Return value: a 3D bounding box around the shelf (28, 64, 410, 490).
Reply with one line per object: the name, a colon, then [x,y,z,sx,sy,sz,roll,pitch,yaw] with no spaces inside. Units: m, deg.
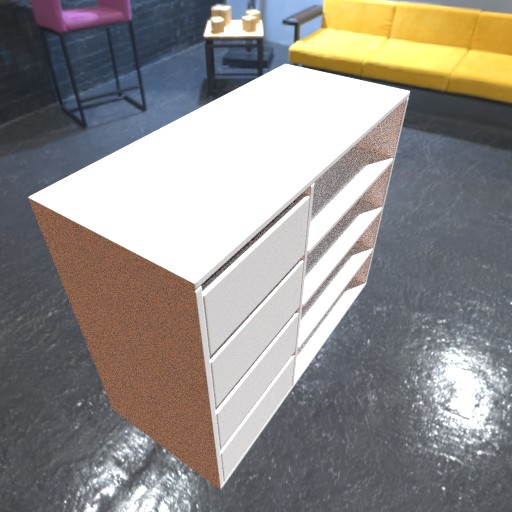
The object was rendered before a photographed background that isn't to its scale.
shelf: [0.000,0.000,1.240,0.396,0.732,0.895,24,47,25]
